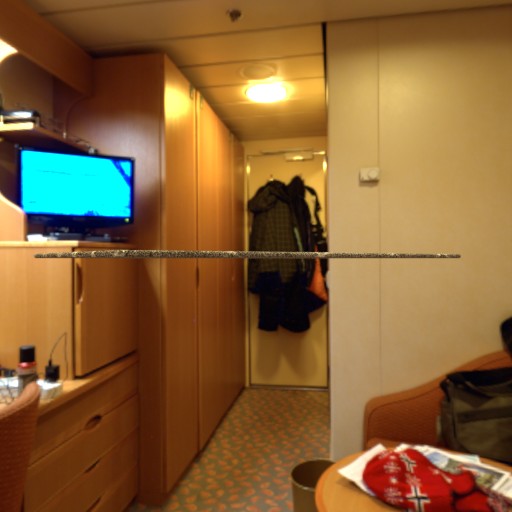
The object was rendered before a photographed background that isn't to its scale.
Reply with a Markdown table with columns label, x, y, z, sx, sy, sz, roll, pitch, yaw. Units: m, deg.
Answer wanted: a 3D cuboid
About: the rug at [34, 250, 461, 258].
| label | x | y | z | sx | sy | sz | roll | pitch | yaw |
| --- | --- | --- | --- | --- | --- | --- | --- | --- | --- |
| rug | 0.000 | 0.000 | 2.966 | 2.438 | 0.030 | 1.524 | 0 | 0 | -37 |
